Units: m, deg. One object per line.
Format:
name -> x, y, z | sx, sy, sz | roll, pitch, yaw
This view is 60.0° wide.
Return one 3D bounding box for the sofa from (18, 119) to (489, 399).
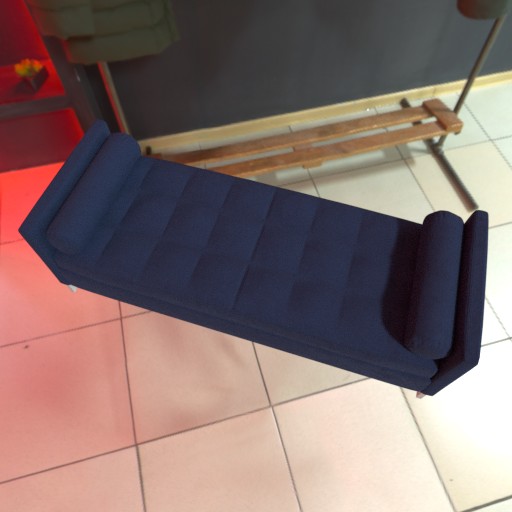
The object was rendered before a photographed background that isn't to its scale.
sofa -> 0.000, 0.000, 2.345 | 2.102, 0.657, 0.797 | 15, 61, 9
